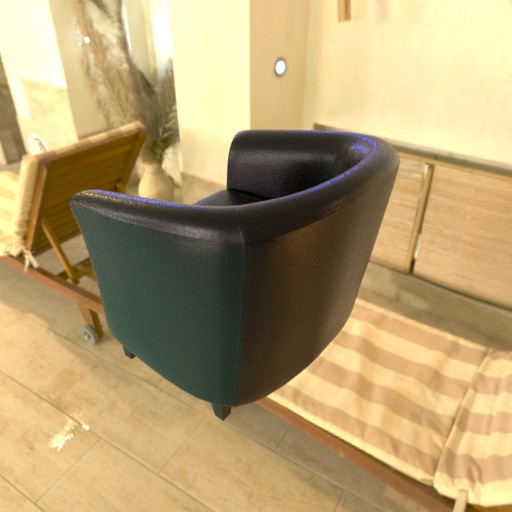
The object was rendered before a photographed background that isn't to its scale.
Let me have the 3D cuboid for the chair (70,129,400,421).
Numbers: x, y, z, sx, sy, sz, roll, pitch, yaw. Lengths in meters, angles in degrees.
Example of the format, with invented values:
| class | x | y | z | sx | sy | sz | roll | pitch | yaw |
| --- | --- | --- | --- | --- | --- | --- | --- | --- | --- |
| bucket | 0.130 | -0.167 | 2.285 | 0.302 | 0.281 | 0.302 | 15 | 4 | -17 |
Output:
| class | x | y | z | sx | sy | sz | roll | pitch | yaw |
| --- | --- | --- | --- | --- | --- | --- | --- | --- | --- |
| chair | 0.000 | 0.000 | 1.414 | 0.727 | 0.756 | 0.793 | 22 | 39 | 31 |
